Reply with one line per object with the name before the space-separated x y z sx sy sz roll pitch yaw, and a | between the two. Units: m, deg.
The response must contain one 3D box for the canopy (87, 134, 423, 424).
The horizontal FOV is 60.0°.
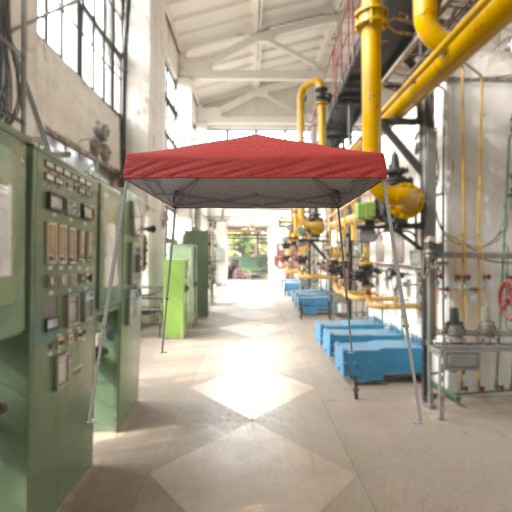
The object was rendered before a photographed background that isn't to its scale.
canopy | 0.000 0.000 6.540 3.600 3.600 3.599 0 0 1
